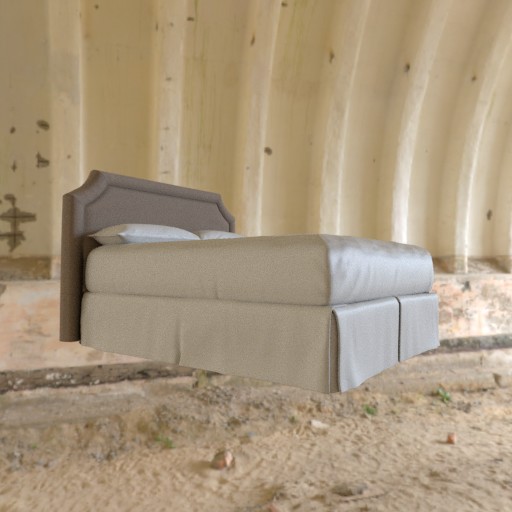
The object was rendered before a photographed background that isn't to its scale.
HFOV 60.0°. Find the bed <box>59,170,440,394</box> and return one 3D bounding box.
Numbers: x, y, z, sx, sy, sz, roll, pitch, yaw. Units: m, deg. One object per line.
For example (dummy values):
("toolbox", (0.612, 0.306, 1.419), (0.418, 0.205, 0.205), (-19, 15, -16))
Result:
("bed", (0.000, 0.000, 3.232), (2.164, 1.303, 1.828), (-1, -2, 38))
